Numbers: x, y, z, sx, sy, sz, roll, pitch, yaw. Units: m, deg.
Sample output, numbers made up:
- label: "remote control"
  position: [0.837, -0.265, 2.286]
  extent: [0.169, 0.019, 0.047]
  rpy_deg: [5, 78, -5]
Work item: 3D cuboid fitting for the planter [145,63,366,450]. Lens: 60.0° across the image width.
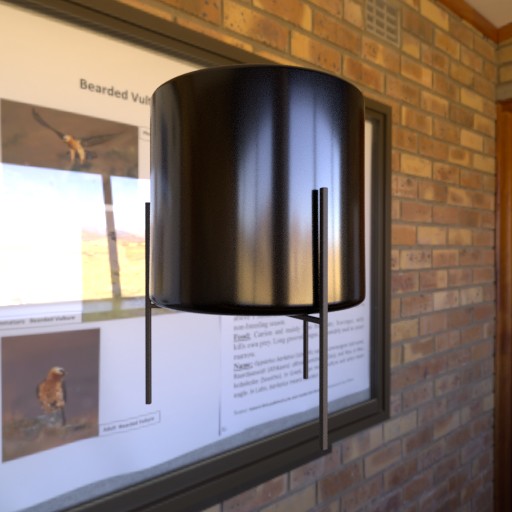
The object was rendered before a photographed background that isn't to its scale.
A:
- label: "planter"
  position: [0.000, 0.000, 0.643]
  extent: [0.310, 0.432, 0.310]
  rpy_deg: [0, 1, 18]
